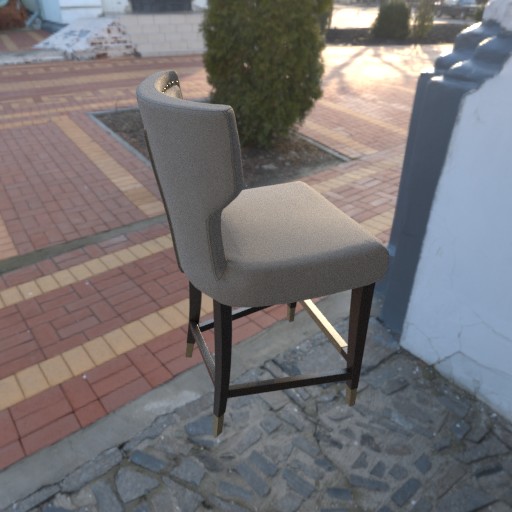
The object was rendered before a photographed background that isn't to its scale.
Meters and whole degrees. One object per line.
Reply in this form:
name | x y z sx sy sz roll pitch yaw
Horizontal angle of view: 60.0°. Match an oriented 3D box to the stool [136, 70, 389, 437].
stool | 0.000 0.000 1.311 0.563 0.982 0.527 -11 33 -18
